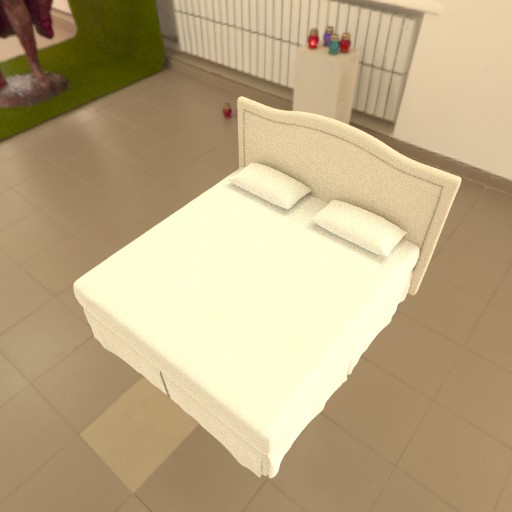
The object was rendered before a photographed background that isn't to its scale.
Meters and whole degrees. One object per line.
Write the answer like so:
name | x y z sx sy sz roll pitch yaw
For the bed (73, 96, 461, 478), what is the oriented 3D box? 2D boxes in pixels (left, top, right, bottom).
bed | 0.000 0.000 3.471 2.083 1.421 2.182 30 52 26
